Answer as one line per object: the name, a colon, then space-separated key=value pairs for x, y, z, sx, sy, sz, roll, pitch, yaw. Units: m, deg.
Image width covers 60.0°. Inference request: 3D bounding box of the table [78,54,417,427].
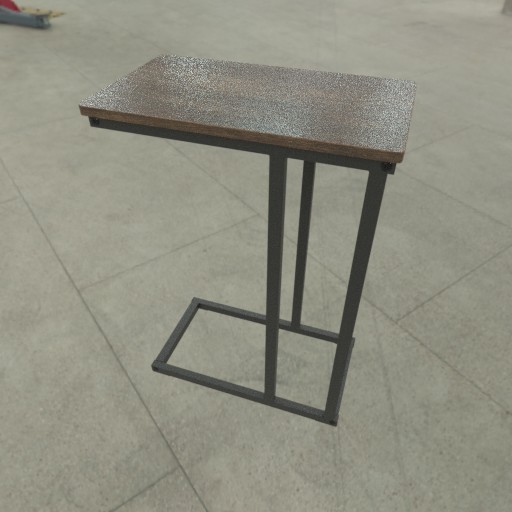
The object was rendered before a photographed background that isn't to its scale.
table: x=0.000 y=0.000 z=0.865 sx=0.450 sy=0.637 sz=0.254 roll=12 pitch=42 yaw=14
